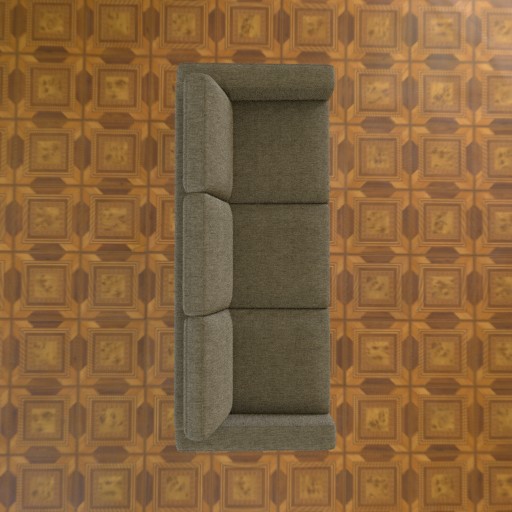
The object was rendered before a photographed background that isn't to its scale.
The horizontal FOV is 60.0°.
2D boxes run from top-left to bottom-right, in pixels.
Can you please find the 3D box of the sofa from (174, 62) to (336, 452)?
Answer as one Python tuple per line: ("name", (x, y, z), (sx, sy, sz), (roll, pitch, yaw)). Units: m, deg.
("sofa", (0.000, 0.000, 2.607), (0.900, 0.800, 2.160), (0, 89, -1))
